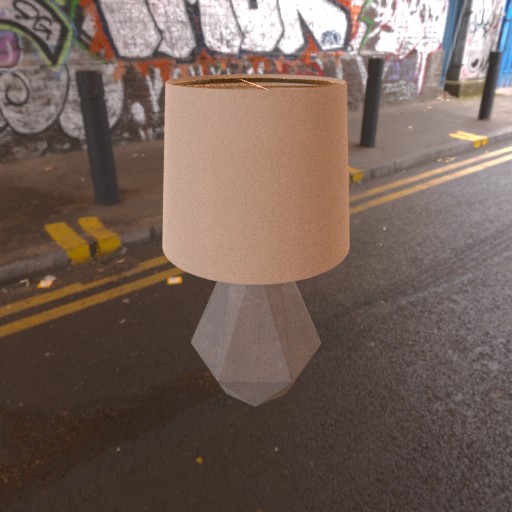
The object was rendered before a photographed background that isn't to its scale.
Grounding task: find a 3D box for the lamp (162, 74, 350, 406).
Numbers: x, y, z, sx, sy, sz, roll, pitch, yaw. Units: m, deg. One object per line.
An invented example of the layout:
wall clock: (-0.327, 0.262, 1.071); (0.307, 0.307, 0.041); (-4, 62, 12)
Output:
lamp: (0.000, 0.000, 0.678); (0.276, 0.501, 0.276); (0, 26, 0)
